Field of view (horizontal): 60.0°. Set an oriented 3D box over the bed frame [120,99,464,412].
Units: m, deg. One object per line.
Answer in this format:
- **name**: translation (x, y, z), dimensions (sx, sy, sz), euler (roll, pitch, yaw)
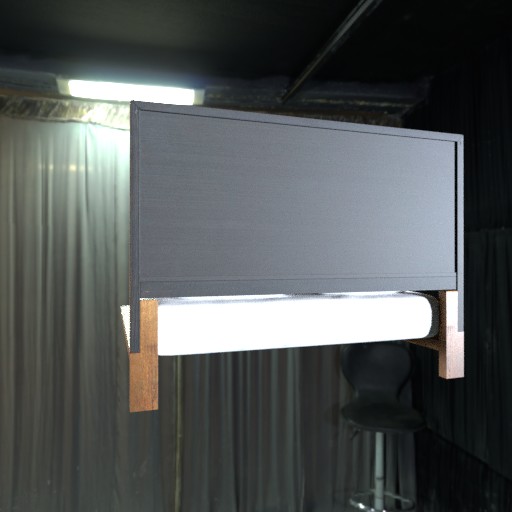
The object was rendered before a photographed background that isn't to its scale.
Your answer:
- **bed frame**: translation (0.000, 0.000, 3.554), dimensions (2.038, 1.537, 2.235), euler (0, 0, -18)
